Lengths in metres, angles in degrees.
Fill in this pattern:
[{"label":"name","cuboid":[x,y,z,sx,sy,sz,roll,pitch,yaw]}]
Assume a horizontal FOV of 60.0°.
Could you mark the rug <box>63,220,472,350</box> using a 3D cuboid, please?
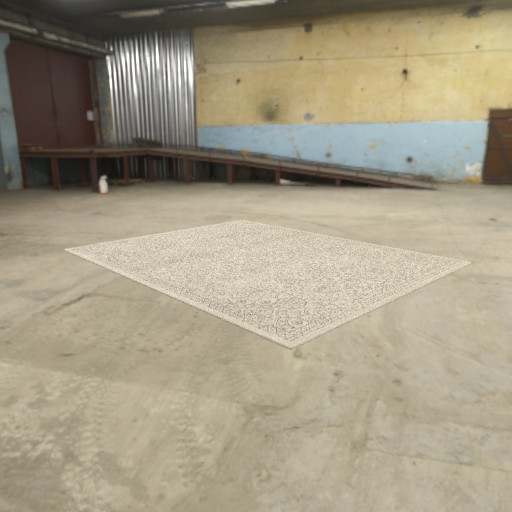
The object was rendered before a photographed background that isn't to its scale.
[{"label":"rug","cuboid":[0.000,0.000,4.204,2.441,0.015,3.050,-14,20,-42]}]
